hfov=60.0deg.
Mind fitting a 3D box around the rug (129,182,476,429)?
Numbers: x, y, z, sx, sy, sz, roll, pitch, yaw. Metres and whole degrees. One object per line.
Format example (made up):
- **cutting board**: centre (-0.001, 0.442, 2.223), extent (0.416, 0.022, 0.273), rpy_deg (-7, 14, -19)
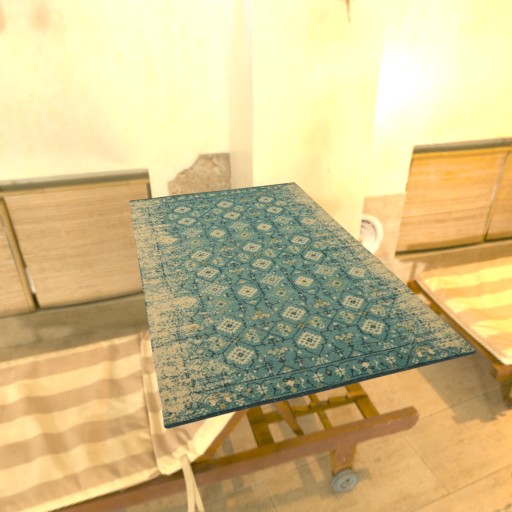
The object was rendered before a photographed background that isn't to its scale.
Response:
- **rug**: centre (0.000, 0.000, 2.985), extent (1.530, 0.015, 2.449), rpy_deg (-9, 31, -15)
